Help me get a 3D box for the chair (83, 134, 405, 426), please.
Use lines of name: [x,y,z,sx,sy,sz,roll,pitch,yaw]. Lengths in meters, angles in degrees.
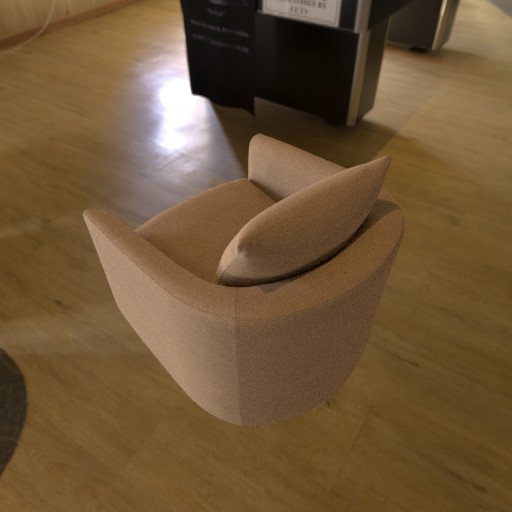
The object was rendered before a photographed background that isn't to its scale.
chair: [0.000,0.000,1.588,0.845,0.848,0.910,-31,53,-27]
